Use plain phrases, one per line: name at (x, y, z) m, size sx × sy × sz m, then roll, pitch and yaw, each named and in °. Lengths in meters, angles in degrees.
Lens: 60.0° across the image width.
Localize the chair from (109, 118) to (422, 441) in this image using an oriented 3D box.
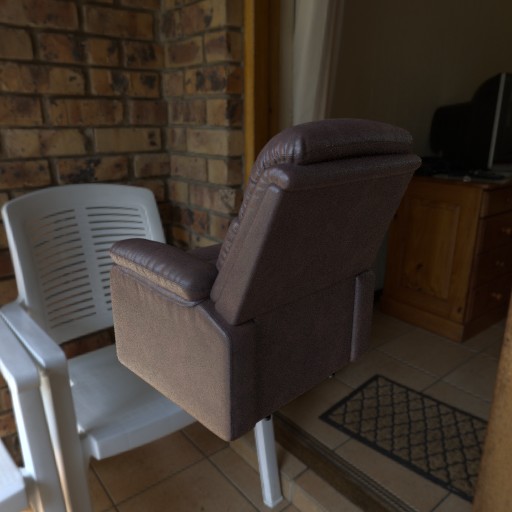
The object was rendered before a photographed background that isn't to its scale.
chair at (0.000, 0.000, 1.674) m, size 0.855 × 0.992 × 0.919 m, roll -16°, pitch 23°, yaw -42°
